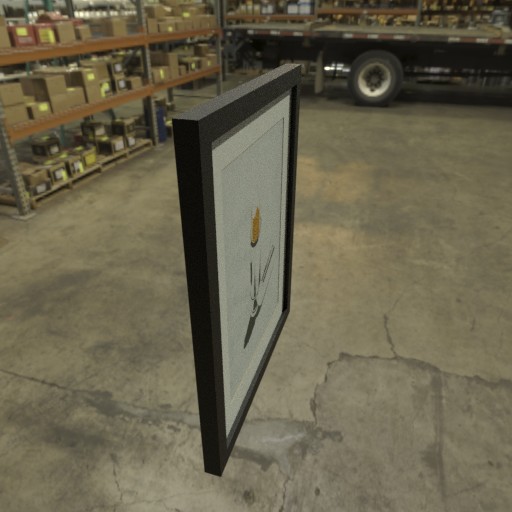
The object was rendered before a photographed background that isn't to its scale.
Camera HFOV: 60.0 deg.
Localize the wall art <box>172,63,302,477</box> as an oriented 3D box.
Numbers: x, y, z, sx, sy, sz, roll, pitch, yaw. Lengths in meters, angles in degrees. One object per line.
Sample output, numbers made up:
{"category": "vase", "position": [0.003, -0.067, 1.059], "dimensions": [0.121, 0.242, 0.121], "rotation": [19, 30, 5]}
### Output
{"category": "wall art", "position": [0.000, 0.000, 0.760], "dimensions": [0.029, 0.559, 0.457], "rotation": [9, 31, 15]}
